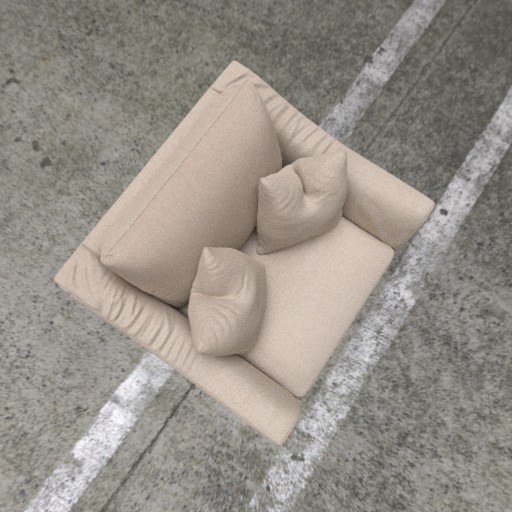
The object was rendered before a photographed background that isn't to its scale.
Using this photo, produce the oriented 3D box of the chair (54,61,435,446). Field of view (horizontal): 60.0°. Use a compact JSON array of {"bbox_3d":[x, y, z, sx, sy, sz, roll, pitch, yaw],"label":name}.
[{"bbox_3d":[0.000,0.000,2.021,1.071,1.093,1.194,34,78,8],"label":"chair"}]
